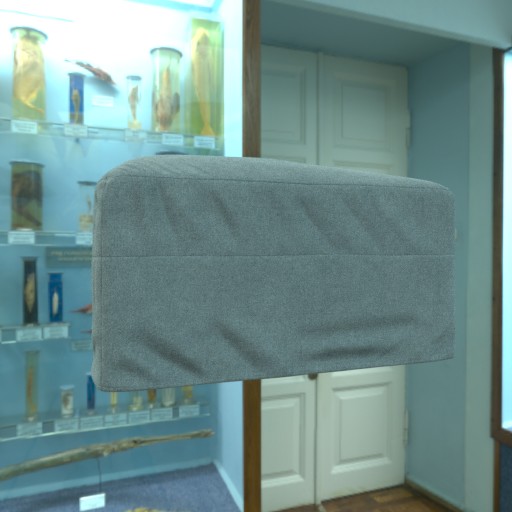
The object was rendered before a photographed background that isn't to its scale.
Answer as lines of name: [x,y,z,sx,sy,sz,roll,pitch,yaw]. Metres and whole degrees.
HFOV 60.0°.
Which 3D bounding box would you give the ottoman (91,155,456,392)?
ottoman: [0.000,0.000,1.218,0.837,0.481,0.683,0,1,-18]
